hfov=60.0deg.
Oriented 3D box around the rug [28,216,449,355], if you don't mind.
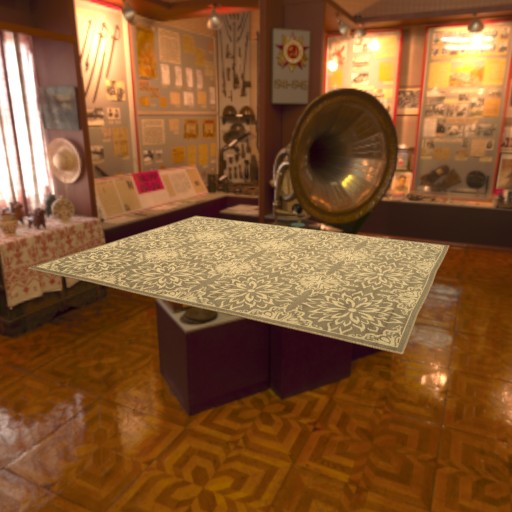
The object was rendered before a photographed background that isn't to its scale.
[{"bbox_3d":[0.000,0.000,3.955,2.980,0.012,2.363,9,19,27],"label":"rug"}]
